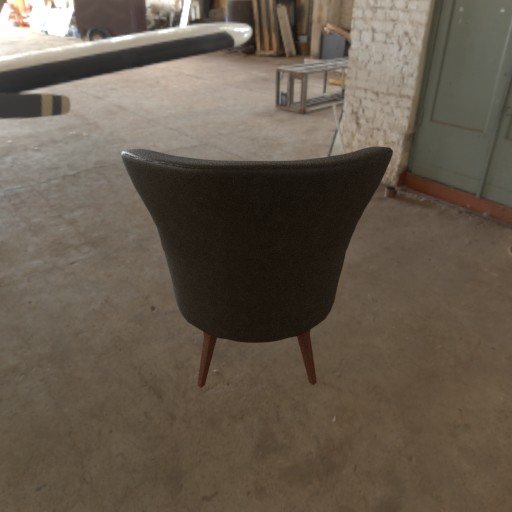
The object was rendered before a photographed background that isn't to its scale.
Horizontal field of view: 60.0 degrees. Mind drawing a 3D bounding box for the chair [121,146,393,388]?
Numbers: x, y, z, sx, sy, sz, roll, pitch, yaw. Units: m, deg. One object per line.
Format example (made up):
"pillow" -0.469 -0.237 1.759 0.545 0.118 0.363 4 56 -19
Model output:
"chair" 0.000 0.000 1.746 0.819 1.068 0.954 -1 31 -2
